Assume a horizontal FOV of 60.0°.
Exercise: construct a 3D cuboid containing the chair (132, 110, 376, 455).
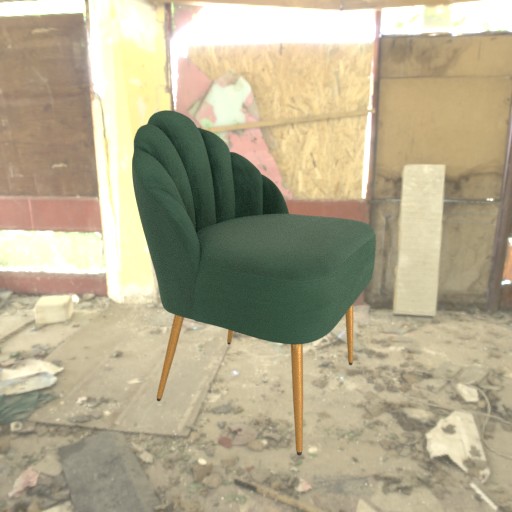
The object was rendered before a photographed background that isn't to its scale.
[{"bbox_3d":[0.000,0.000,1.283,0.599,0.819,0.657,7,16,25],"label":"chair"}]
